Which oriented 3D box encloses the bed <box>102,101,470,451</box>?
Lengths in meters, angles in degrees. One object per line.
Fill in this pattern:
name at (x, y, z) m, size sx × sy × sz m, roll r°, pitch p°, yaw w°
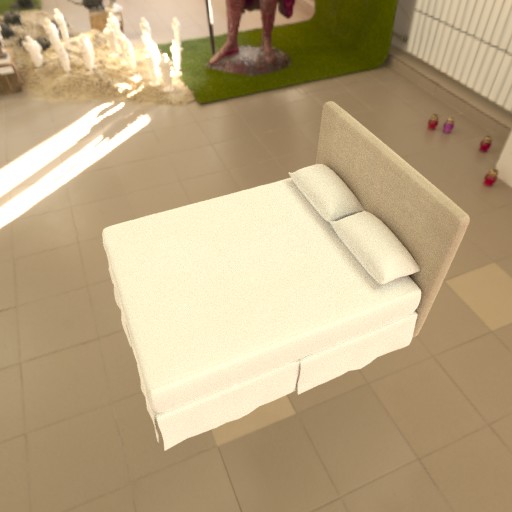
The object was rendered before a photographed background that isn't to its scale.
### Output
bed at (0.000, 0.000, 3.339) m, size 2.162 × 1.330 × 1.713 m, roll -17°, pitch 48°, yaw -16°
